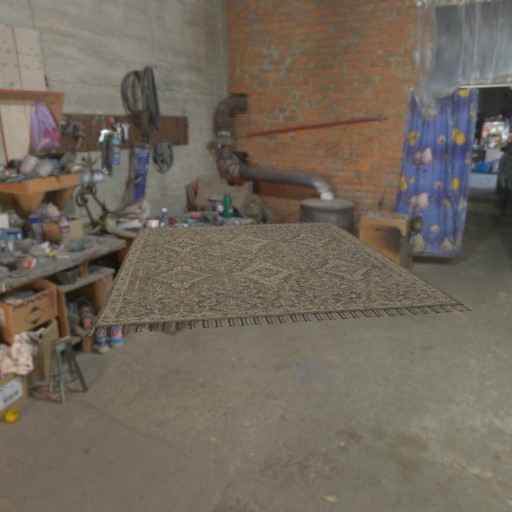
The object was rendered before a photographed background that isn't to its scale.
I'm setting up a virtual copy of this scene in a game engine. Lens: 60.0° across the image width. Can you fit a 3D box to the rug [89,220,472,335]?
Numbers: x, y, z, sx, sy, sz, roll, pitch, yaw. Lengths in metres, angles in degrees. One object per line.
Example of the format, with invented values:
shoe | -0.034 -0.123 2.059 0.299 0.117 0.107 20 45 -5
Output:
rug | 0.000 0.000 4.199 2.437 0.010 3.056 -2 16 -8
